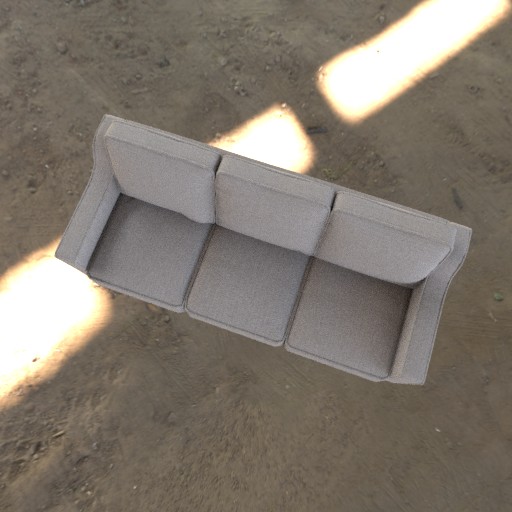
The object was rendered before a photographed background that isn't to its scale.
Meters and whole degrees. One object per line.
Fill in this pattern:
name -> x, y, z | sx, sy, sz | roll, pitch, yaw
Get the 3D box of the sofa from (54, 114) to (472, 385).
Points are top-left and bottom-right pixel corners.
sofa -> 0.000, 0.000, 2.613 | 2.129, 0.950, 0.899 | 18, 75, 5
